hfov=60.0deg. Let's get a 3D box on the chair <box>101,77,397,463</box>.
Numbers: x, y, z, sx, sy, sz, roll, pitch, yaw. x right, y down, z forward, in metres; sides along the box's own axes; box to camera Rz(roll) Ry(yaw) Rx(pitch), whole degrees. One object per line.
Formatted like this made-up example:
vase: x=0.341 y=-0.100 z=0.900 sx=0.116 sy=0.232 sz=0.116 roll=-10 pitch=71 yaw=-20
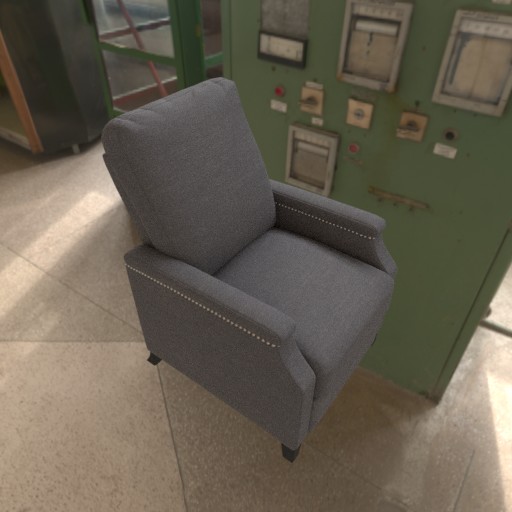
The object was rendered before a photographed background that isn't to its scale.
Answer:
chair: x=0.000 y=0.000 z=1.641 sx=0.922 sy=1.049 sz=0.710 roll=25 pitch=46 yaw=27
